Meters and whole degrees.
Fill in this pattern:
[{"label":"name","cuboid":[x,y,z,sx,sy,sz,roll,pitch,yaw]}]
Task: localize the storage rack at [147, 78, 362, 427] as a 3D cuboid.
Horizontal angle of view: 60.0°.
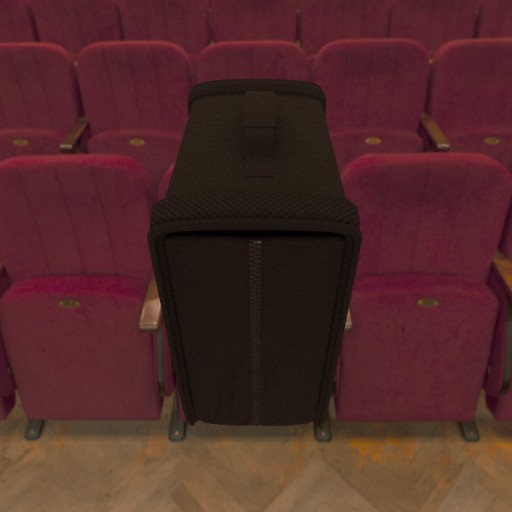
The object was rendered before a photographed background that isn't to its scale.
[{"label":"storage rack","cuboid":[0.000,0.000,0.540,0.168,0.387,0.297,0,41,0]}]
